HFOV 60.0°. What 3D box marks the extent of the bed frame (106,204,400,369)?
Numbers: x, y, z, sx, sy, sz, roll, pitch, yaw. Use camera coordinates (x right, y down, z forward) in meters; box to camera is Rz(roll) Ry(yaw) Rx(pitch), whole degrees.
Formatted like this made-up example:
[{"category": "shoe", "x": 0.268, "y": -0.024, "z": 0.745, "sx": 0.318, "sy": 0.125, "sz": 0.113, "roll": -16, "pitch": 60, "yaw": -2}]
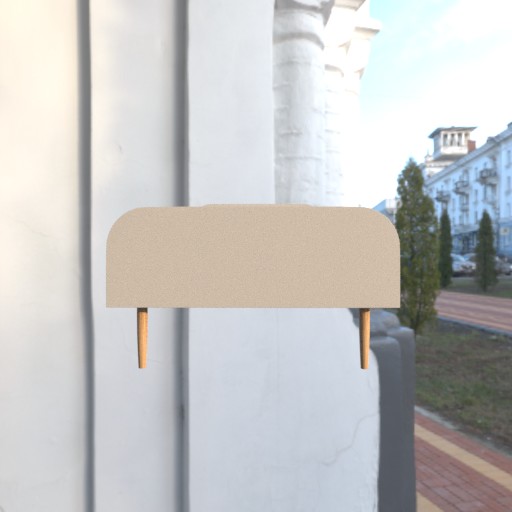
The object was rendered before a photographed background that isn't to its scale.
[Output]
[{"category": "bed frame", "x": 0.000, "y": 0.000, "z": 2.484, "sx": 0.998, "sy": 0.805, "sz": 1.963, "roll": 0, "pitch": 0, "yaw": 1}]
